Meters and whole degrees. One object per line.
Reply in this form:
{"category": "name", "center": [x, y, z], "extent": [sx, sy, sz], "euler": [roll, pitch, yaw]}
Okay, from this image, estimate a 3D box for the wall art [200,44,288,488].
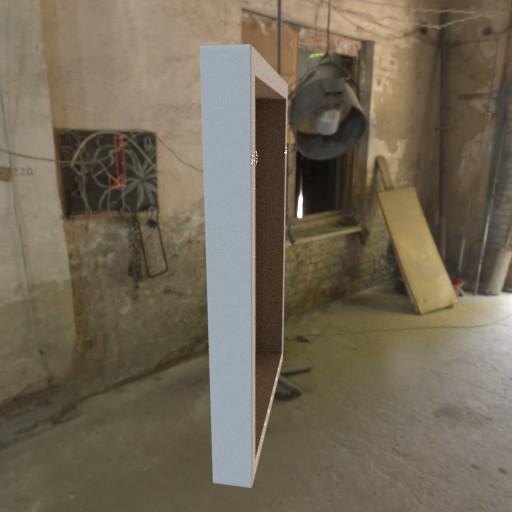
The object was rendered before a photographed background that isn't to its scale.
{"category": "wall art", "center": [0.000, 0.000, 0.488], "extent": [0.039, 0.381, 0.252], "euler": [3, 15, 10]}
